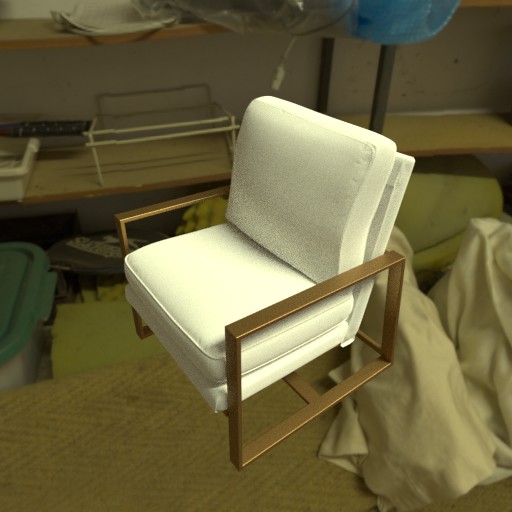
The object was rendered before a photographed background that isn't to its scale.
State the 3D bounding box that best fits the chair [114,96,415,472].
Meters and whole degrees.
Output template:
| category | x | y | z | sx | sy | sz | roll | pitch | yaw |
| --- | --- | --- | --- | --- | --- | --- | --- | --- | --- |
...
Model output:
| category | x | y | z | sx | sy | sz | roll | pitch | yaw |
| --- | --- | --- | --- | --- | --- | --- | --- | --- | --- |
| chair | 0.000 | 0.000 | 1.619 | 0.813 | 0.966 | 0.805 | -23 | 40 | -30 |
